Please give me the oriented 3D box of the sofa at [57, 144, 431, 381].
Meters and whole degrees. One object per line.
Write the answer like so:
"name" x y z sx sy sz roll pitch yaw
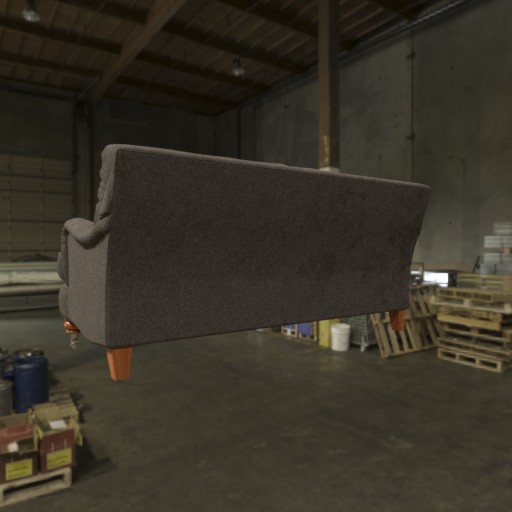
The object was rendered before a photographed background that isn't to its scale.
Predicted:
"sofa" 0.000 0.000 2.775 2.160 1.054 1.087 -1 2 -35
